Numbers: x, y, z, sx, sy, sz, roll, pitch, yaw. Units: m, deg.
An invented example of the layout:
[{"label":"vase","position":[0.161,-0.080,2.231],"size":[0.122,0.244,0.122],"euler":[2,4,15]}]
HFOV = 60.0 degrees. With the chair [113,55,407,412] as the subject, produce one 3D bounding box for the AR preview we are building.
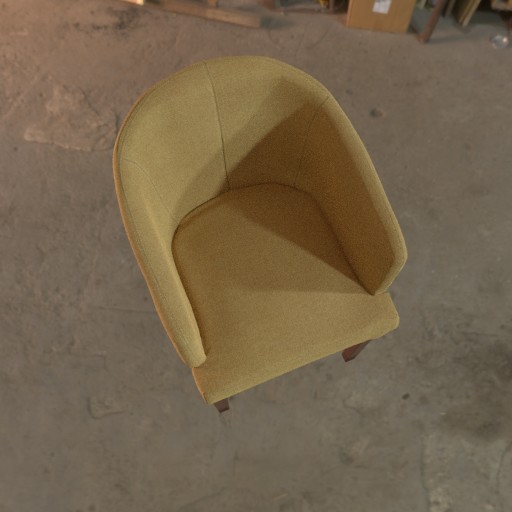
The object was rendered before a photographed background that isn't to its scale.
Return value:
[{"label":"chair","position":[0.000,0.000,1.231],"size":[0.583,0.811,0.655],"euler":[-20,65,-10]}]
